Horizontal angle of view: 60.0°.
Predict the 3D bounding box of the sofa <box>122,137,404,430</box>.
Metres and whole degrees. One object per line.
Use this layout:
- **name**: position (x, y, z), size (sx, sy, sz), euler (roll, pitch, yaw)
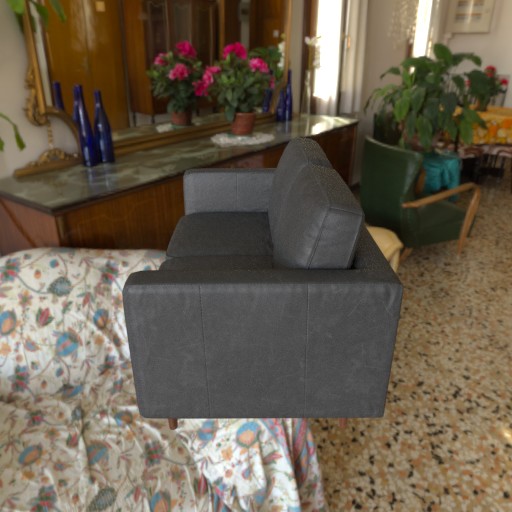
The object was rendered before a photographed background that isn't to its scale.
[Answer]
- **sofa**: position (0.000, 0.000, 2.061), size (0.879, 0.899, 1.430), euler (0, 25, 0)
